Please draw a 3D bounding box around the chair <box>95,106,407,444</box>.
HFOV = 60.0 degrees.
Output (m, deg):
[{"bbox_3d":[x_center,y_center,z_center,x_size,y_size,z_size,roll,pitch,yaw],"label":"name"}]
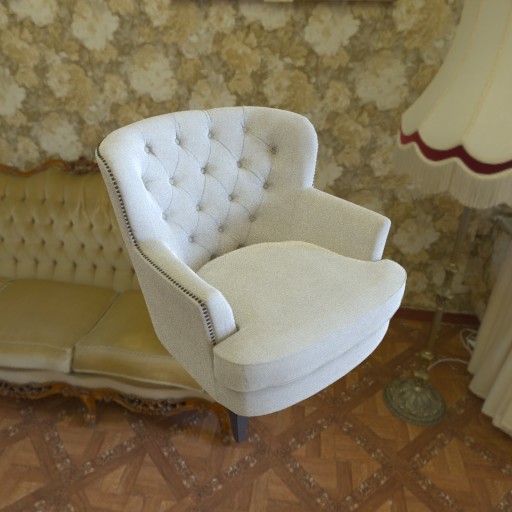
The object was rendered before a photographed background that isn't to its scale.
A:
[{"bbox_3d":[0.000,0.000,1.576,0.848,0.868,0.906,-22,36,-33],"label":"chair"}]
